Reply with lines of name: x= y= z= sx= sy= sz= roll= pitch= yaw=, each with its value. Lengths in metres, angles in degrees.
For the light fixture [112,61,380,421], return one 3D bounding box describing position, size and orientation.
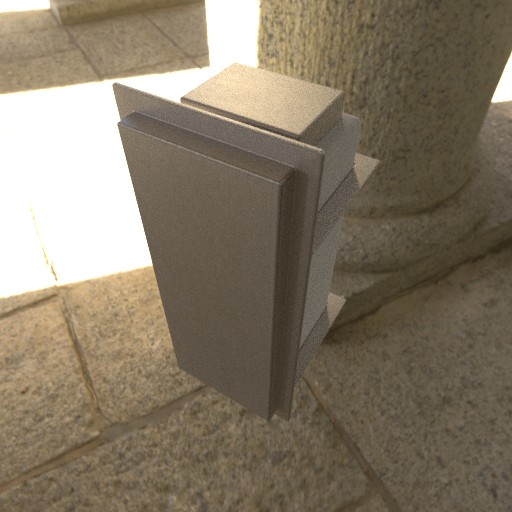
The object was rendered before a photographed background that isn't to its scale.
light fixture: x=0.000 y=0.000 z=0.461 sx=0.168 sy=0.380 sz=0.160 roll=24 pitch=51 yaw=21
